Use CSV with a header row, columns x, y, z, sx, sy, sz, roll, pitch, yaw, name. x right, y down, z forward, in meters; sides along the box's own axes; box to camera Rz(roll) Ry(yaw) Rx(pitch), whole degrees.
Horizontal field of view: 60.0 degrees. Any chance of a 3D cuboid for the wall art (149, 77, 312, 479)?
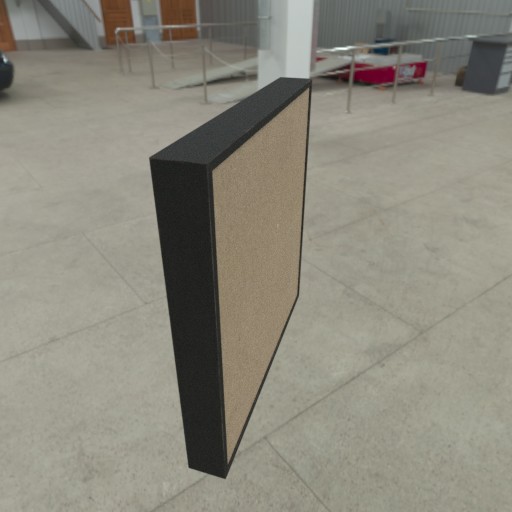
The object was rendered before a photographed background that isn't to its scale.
x,y,z,sx,sy,sz,roll,pitch,yaw,name
0.000,0.000,0.464,0.038,0.305,0.305,9,32,15,wall art
